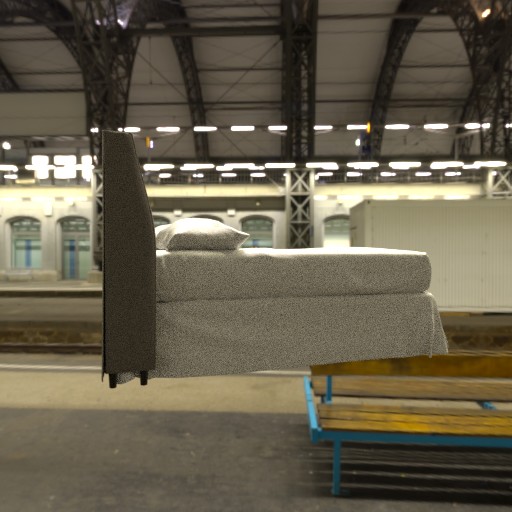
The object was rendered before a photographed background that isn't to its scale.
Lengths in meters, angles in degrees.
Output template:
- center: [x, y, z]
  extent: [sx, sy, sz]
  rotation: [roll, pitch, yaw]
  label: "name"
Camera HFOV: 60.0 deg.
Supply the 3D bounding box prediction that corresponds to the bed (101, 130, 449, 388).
- center: [0.000, 0.000, 3.465]
  extent: [2.276, 1.332, 1.925]
  rotation: [0, 1, -19]
  label: "bed"
